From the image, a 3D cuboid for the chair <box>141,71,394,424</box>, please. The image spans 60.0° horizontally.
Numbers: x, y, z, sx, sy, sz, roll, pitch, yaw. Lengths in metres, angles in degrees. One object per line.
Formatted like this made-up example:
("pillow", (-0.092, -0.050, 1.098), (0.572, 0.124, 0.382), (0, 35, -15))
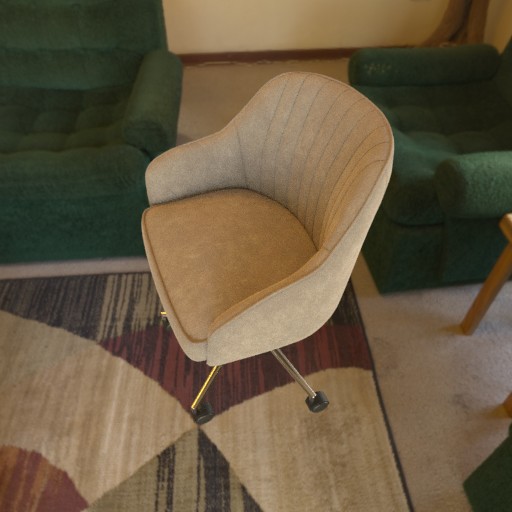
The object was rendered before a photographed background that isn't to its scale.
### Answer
("chair", (0.000, 0.000, 1.241), (0.573, 0.831, 0.635), (-16, 48, -15))
